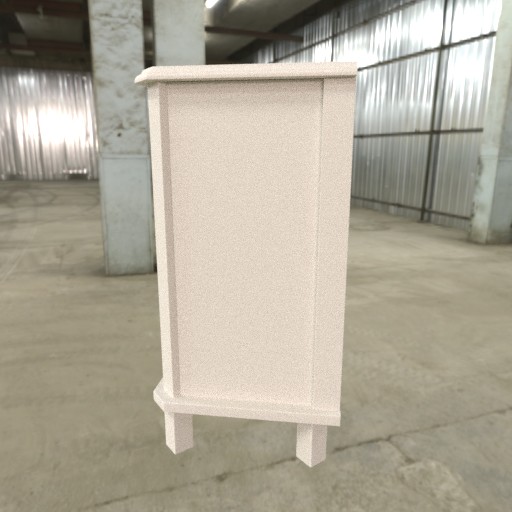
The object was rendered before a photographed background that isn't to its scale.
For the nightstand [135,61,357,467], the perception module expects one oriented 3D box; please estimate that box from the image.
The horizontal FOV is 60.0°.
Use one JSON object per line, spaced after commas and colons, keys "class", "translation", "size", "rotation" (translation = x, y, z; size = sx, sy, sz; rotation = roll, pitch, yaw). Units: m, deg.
{"class": "nightstand", "translation": [0.000, 0.000, 0.933], "size": [0.351, 0.681, 0.435], "rotation": [2, 14, 8]}
